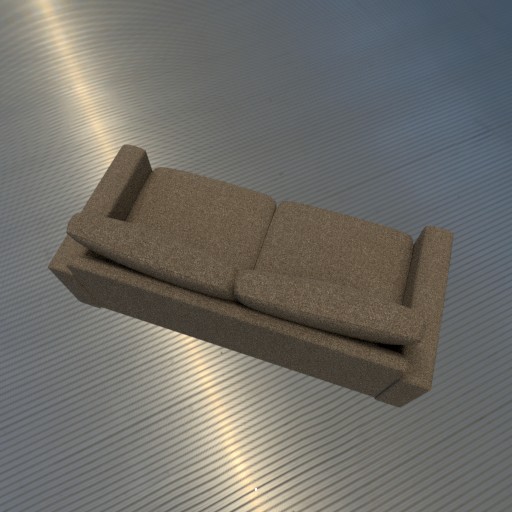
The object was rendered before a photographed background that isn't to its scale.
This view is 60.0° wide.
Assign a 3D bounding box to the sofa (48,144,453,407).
[{"bbox_3d":[0.000,0.000,2.690,2.179,0.873,1.016,16,63,8],"label":"sofa"}]
